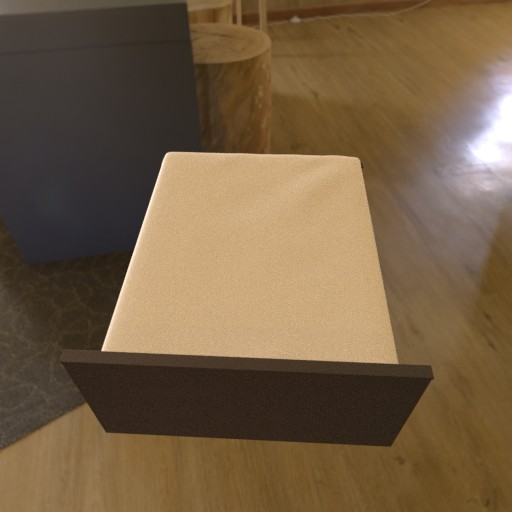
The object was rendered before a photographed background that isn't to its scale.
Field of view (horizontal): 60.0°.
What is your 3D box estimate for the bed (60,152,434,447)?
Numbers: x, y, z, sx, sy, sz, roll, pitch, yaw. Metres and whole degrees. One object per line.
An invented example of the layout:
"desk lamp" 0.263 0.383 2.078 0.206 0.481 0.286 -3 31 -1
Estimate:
"bed" 0.000 0.000 2.939 1.634 0.808 2.103 2 47 2
